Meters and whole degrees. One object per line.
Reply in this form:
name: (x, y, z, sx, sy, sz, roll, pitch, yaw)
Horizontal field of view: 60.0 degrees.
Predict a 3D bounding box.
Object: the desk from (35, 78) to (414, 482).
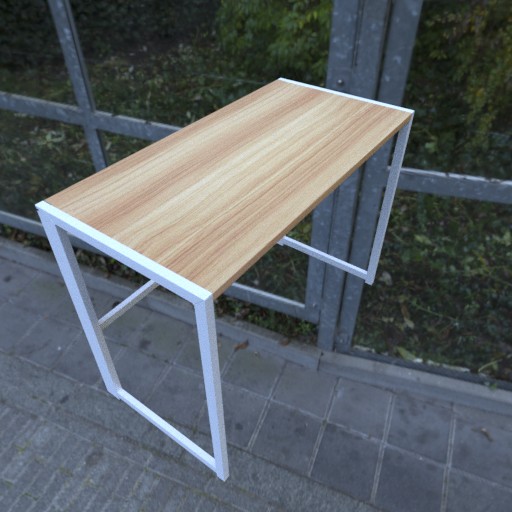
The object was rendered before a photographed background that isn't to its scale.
desk: (0.000, 0.000, 1.451, 0.508, 0.762, 1.016, 25, 47, 26)
